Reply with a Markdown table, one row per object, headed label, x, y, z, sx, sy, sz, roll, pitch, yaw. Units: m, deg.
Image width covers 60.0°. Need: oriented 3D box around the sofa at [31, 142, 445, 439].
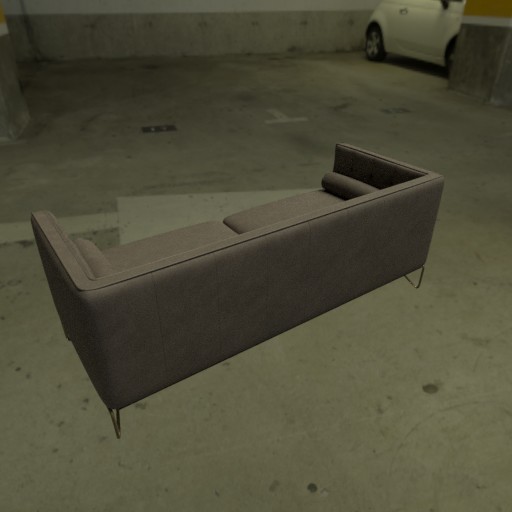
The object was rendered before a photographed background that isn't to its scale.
| label | x | y | z | sx | sy | sz | roll | pitch | yaw |
| --- | --- | --- | --- | --- | --- | --- | --- | --- | --- |
| sofa | 0.000 | 0.000 | 2.510 | 2.087 | 0.789 | 0.867 | -19 | 36 | -29 |
